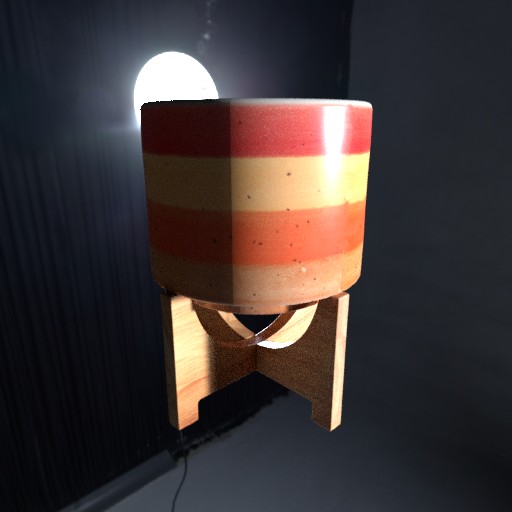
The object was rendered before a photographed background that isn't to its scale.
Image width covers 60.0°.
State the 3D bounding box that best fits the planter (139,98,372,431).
[{"bbox_3d":[0.000,0.000,0.412,0.199,0.268,0.199,0,17,0],"label":"planter"}]
